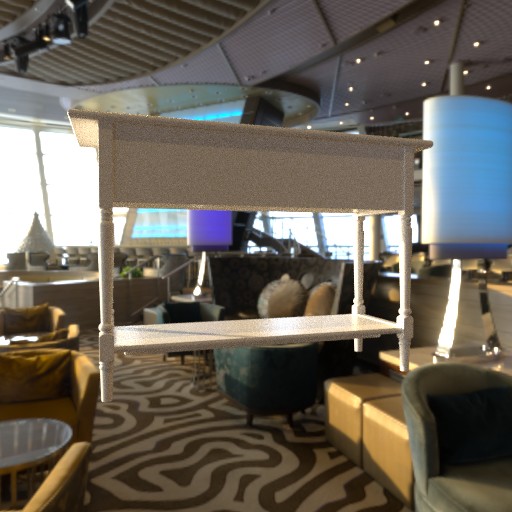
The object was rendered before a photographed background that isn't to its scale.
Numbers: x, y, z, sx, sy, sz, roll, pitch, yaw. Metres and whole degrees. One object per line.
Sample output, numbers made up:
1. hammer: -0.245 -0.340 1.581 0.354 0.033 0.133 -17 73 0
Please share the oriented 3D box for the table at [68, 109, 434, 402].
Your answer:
1. table: 0.000 0.000 1.567 1.191 0.814 0.386 0 1 -18
